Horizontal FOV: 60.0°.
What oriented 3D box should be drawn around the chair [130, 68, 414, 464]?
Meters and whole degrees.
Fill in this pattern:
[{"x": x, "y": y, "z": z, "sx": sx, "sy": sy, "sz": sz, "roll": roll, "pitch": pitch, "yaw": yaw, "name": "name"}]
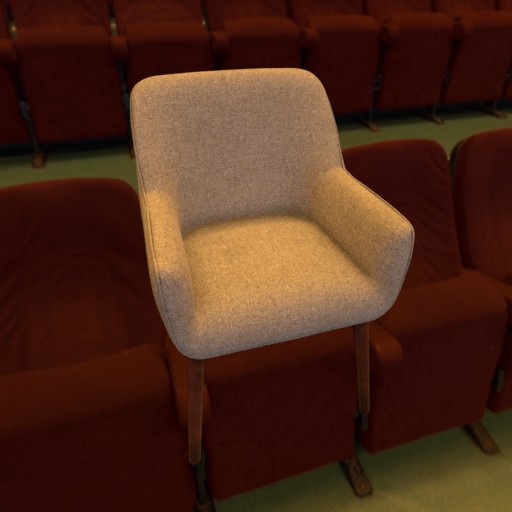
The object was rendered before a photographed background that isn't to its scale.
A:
[{"x": 0.000, "y": 0.000, "z": 1.119, "sx": 0.543, "sy": 0.803, "sz": 0.519, "roll": -10, "pitch": 33, "yaw": -15, "name": "chair"}]
